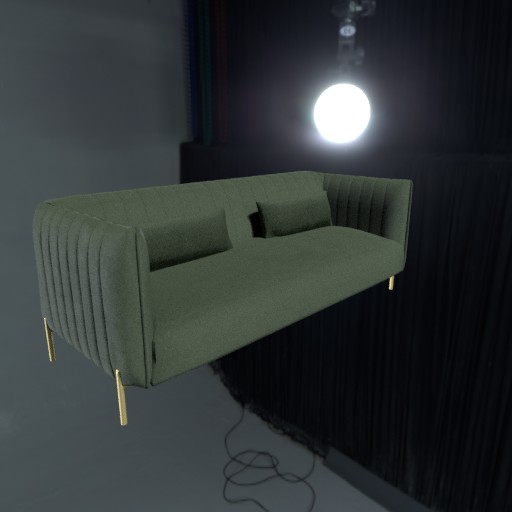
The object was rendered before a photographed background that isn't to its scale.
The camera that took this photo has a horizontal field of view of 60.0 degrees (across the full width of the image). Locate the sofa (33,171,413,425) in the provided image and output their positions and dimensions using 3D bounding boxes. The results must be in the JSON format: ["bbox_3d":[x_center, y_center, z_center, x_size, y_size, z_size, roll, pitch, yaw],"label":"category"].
[{"bbox_3d":[0.000,0.000,2.535,0.896,0.793,2.137,15,22,42],"label":"sofa"}]
